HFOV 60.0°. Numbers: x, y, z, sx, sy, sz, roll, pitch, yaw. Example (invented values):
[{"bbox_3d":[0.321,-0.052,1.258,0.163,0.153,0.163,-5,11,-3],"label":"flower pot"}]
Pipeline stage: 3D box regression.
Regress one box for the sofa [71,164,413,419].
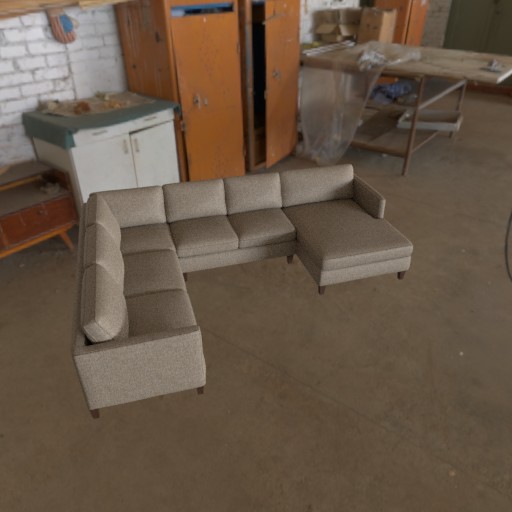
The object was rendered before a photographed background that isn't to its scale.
[{"bbox_3d":[0.000,0.000,4.554,3.403,0.889,2.551,-9,34,-14],"label":"sofa"}]
